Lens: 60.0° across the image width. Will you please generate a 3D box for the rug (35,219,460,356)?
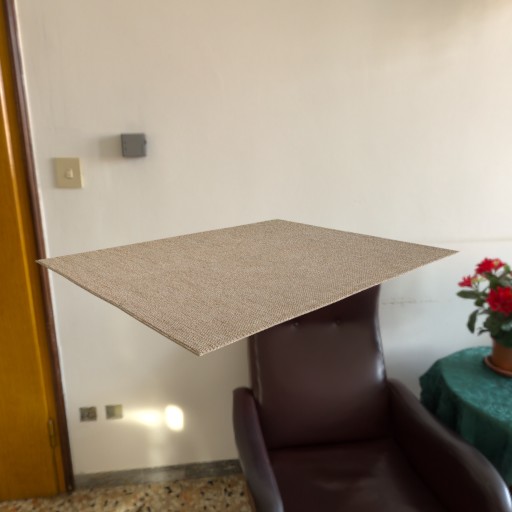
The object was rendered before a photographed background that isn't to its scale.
[{"bbox_3d":[0.000,0.000,4.025,3.034,0.012,2.406,-14,20,-42],"label":"rug"}]
